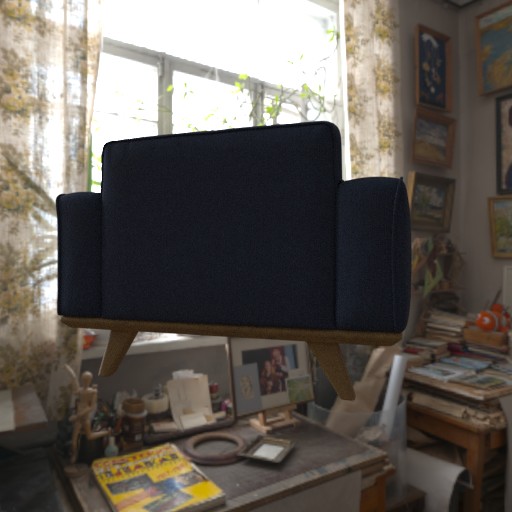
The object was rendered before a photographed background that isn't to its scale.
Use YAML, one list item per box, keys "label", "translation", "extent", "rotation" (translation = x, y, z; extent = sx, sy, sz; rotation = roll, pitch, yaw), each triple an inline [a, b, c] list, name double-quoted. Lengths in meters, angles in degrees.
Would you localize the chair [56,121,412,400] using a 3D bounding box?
- label: "chair"
  translation: [0.000, 0.000, 1.709]
  extent: [1.118, 0.783, 0.953]
  rotation: [0, 0, 18]
